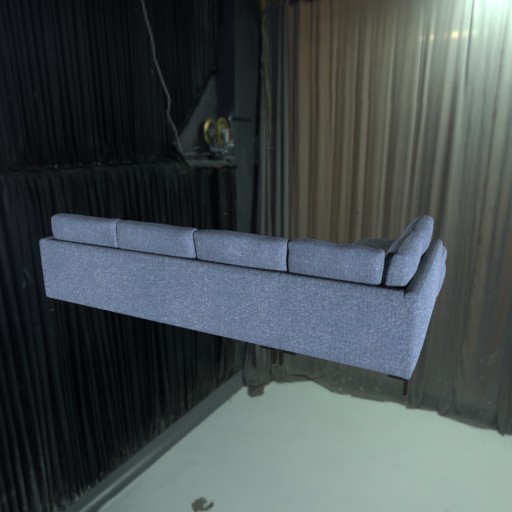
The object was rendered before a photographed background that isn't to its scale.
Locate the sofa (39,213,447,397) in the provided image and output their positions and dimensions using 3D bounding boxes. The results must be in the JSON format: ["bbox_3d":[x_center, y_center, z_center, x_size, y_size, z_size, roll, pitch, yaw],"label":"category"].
[{"bbox_3d":[0.000,0.000,3.831,2.949,0.815,2.007,7,17,25],"label":"sofa"}]
